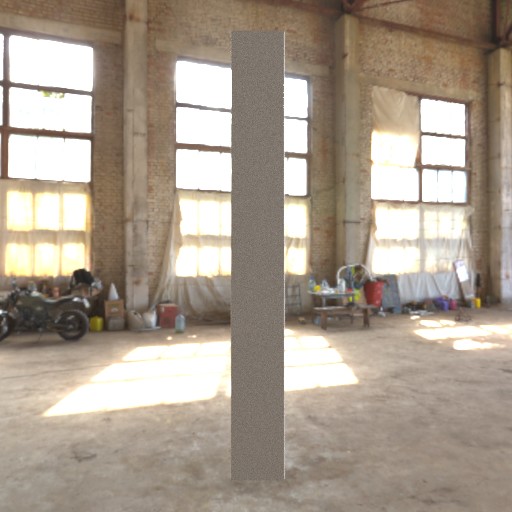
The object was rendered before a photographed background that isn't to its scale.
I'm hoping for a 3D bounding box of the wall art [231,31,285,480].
[{"bbox_3d":[0.000,0.000,0.453,0.037,0.305,0.305,0,0,0],"label":"wall art"}]
